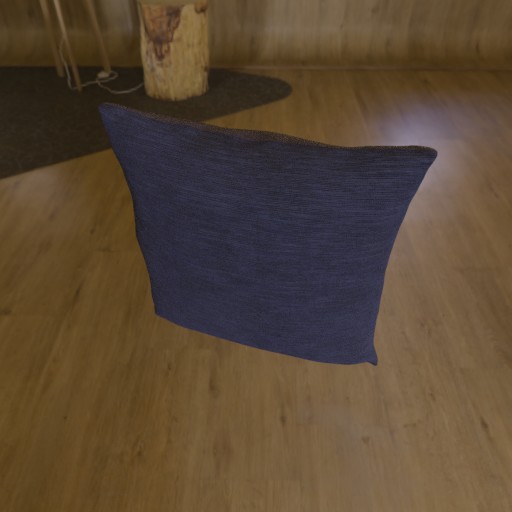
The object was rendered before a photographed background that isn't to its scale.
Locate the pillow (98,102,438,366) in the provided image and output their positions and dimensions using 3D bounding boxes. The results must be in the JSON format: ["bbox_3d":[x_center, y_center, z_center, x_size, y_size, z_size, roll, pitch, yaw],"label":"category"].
[{"bbox_3d":[0.000,0.000,0.702,0.452,0.439,0.204,11,43,12],"label":"pillow"}]
